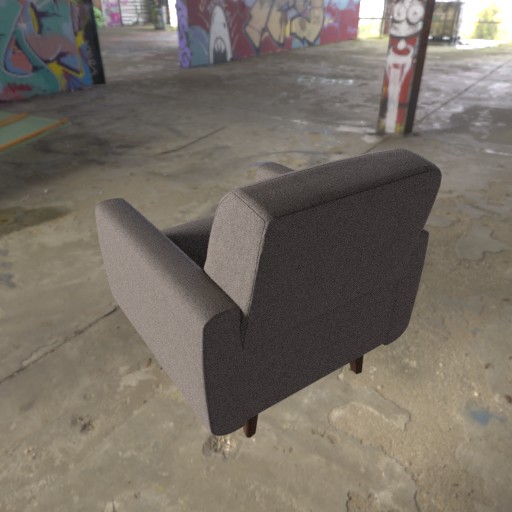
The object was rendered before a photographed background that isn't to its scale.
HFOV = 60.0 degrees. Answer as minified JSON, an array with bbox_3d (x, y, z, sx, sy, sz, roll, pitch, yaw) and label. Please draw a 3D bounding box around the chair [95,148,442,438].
[{"bbox_3d":[0.000,0.000,1.533,0.831,0.839,0.907,-19,36,-29],"label":"chair"}]
